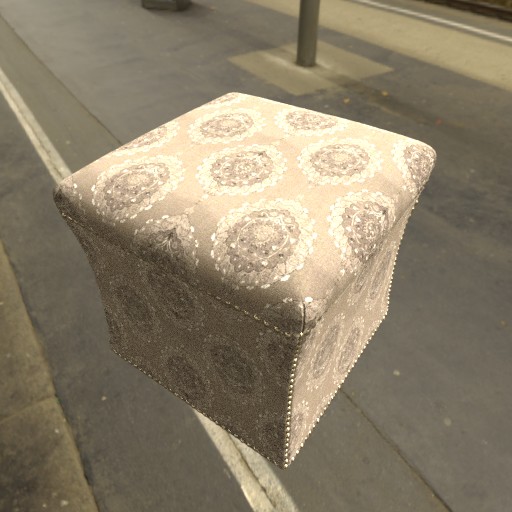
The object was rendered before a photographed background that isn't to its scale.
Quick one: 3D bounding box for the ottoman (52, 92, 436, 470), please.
[{"bbox_3d":[0.000,0.000,0.892,0.497,0.473,0.507,25,47,26],"label":"ottoman"}]
